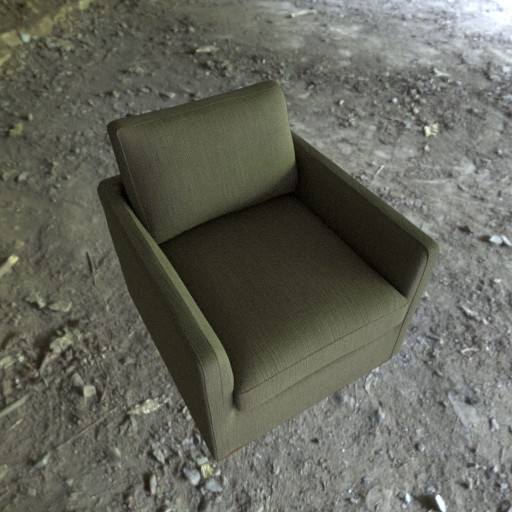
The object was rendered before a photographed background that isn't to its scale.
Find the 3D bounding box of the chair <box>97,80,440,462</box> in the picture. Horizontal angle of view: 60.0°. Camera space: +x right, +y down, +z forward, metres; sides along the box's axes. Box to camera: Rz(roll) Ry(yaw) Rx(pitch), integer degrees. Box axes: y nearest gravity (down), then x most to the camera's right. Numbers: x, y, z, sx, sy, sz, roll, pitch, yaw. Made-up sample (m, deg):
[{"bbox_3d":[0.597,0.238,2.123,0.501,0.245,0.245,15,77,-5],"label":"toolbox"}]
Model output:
[{"bbox_3d":[0.000,0.000,1.470,0.763,0.811,0.834,-23,50,-21],"label":"chair"}]
